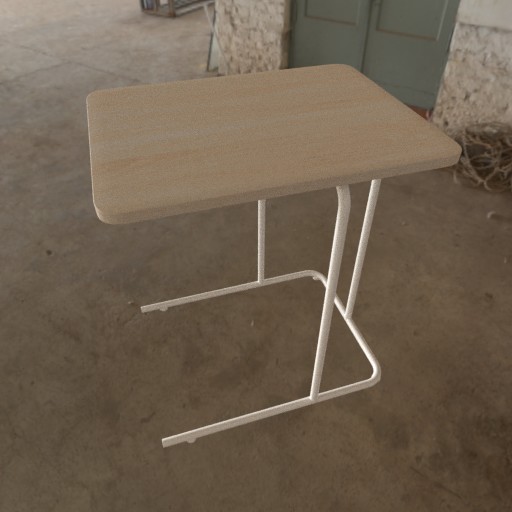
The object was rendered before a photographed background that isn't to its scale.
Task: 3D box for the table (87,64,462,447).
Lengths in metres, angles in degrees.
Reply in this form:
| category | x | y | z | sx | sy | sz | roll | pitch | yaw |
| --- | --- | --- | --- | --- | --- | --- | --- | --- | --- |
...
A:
| category | x | y | z | sx | sy | sz | roll | pitch | yaw |
| --- | --- | --- | --- | --- | --- | --- | --- | --- | --- |
| table | 0.000 | 0.000 | 0.845 | 0.480 | 0.550 | 0.370 | -12 | 43 | -13 |
